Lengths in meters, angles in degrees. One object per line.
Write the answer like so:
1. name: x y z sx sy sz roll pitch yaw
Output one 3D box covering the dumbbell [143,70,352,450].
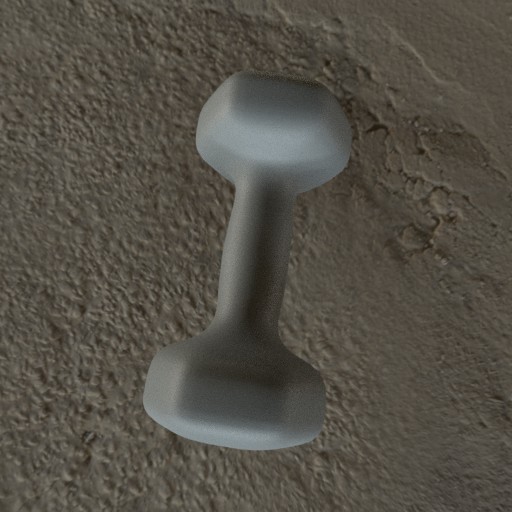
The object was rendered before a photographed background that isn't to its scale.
1. dumbbell: 0.000 0.000 0.233 0.090 0.081 0.184 9 75 2
